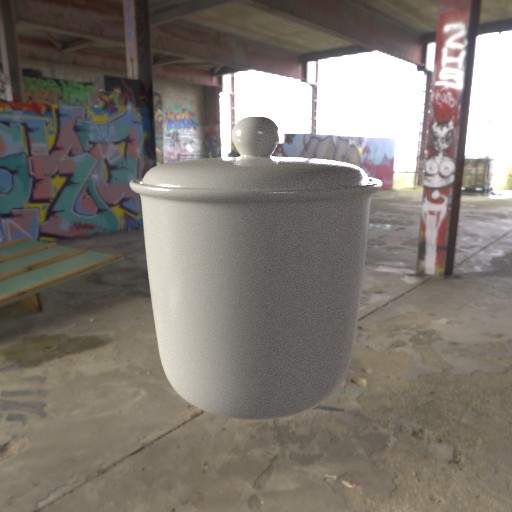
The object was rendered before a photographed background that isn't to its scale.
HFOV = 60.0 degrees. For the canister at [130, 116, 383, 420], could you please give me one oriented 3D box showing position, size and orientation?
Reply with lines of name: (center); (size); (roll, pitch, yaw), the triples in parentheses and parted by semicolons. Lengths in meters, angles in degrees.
canister: (0.000, 0.000, 0.344); (0.182, 0.208, 0.182); (0, 14, 0)
